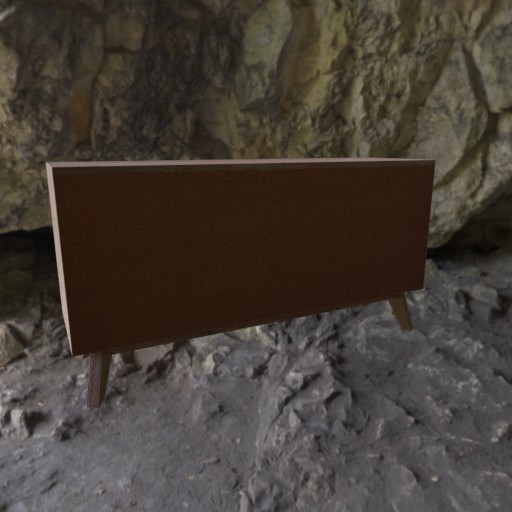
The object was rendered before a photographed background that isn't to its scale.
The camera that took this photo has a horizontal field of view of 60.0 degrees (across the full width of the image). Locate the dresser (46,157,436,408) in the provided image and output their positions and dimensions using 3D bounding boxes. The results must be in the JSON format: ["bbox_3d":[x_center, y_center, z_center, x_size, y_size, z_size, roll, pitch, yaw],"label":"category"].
[{"bbox_3d":[0.000,0.000,1.918,1.554,0.805,0.455,-7,16,-26],"label":"dresser"}]
